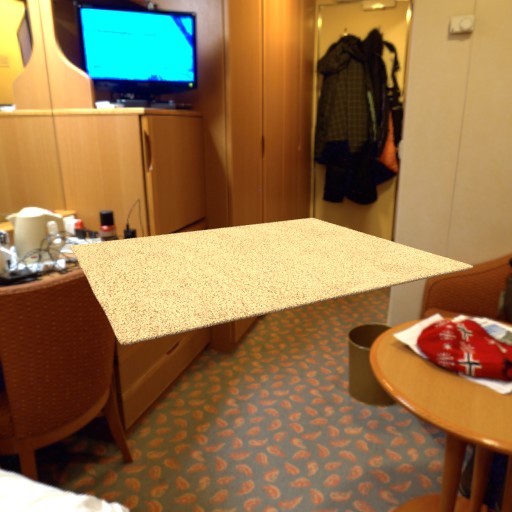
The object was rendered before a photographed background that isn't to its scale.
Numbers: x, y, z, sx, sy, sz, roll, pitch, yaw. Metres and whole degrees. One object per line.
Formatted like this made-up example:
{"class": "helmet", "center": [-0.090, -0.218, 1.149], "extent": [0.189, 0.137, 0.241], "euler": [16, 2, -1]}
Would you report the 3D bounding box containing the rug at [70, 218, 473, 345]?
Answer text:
{"class": "rug", "center": [0.000, 0.000, 4.228], "extent": [3.047, 0.029, 2.438], "euler": [-9, 18, -27]}
